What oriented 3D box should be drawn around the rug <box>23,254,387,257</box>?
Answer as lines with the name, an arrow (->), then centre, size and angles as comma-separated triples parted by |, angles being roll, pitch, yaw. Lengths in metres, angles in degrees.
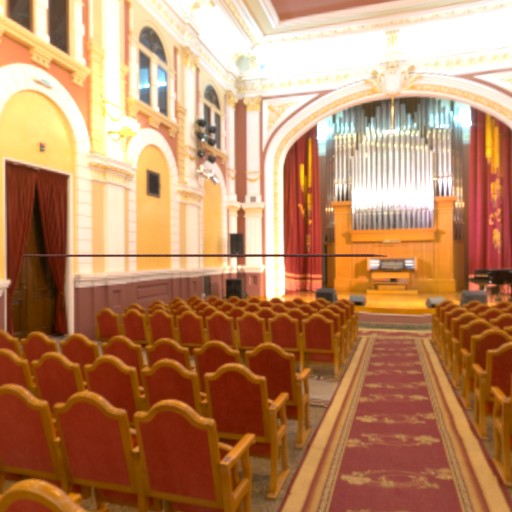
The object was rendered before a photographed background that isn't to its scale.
rug -> 0.000, 0.000, 2.899 | 1.599, 0.011, 2.210 | 0, 0, 18
